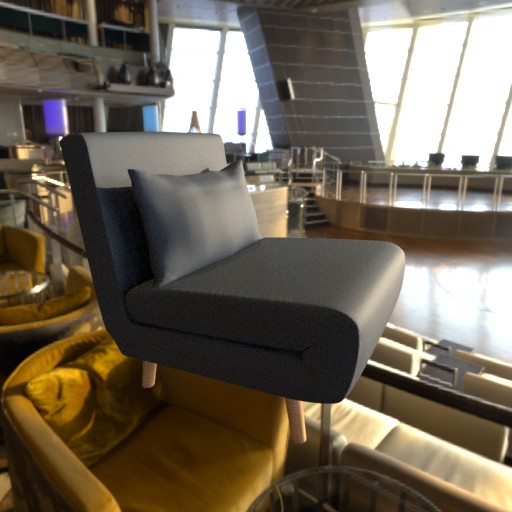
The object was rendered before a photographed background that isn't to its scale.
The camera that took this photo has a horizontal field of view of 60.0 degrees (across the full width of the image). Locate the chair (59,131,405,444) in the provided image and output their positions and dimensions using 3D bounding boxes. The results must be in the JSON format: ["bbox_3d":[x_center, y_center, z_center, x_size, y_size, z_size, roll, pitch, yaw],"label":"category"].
[{"bbox_3d":[0.000,0.000,1.491,0.900,0.808,0.770,7,17,25],"label":"chair"}]
